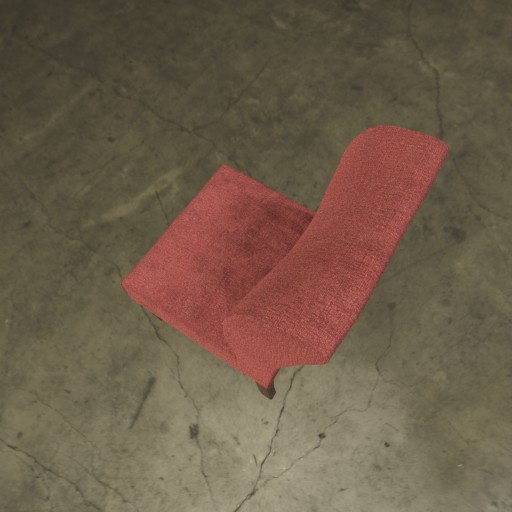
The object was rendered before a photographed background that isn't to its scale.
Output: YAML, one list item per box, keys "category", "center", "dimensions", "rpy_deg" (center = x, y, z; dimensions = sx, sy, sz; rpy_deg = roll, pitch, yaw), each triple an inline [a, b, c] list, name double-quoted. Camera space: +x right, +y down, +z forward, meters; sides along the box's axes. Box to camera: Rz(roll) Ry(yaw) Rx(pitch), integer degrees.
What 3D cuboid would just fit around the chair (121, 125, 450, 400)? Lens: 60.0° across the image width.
- category: "chair"
  center: [0.000, 0.000, 1.253]
  dimensions: [0.640, 0.846, 0.538]
  rpy_deg: [31, 68, 14]
